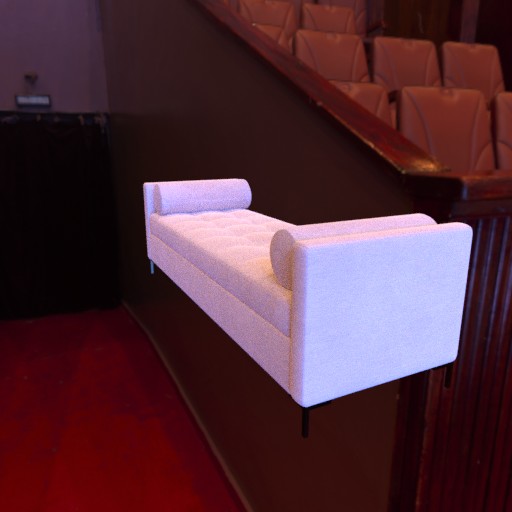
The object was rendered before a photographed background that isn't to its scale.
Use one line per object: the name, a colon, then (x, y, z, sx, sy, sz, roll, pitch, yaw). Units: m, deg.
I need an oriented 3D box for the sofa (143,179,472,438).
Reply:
sofa: (0.000, 0.000, 2.298, 0.686, 0.635, 1.981, -7, 17, -26)
